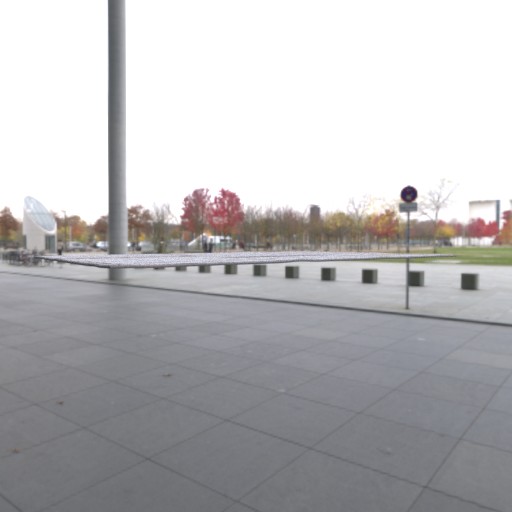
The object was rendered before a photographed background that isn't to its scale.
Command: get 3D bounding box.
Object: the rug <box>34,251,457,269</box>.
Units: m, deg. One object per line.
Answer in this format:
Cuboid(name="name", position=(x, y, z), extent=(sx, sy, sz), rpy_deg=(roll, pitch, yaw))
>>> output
Cuboid(name="rug", position=(0.000, 0.000, 1.049), extent=(0.867, 0.007, 0.515), rpy_deg=(-1, 2, -37))
